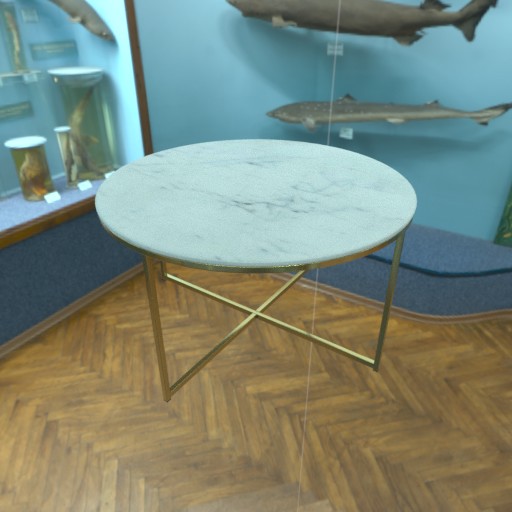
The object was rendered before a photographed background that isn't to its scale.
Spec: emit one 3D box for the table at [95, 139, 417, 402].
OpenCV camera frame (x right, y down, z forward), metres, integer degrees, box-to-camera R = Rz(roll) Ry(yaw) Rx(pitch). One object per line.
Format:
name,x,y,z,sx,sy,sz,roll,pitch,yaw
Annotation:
table,0.000,0.000,1.265,0.800,0.450,0.800,0,30,0
